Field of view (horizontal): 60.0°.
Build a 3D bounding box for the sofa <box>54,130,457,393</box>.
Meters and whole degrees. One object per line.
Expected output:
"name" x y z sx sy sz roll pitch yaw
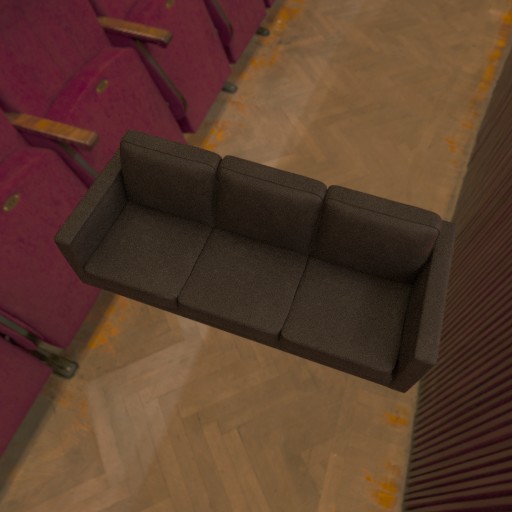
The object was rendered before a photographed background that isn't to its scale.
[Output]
"sofa" 0.000 0.000 2.571 2.029 0.899 0.879 17 60 10
